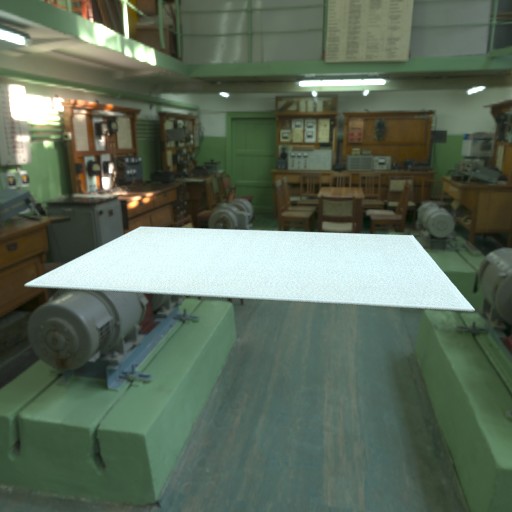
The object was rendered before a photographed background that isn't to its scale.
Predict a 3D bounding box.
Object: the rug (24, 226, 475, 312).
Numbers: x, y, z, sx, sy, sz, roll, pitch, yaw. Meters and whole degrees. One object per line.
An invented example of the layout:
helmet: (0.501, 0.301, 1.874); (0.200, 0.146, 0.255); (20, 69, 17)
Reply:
rug: (0.000, 0.000, 2.892); (2.244, 0.017, 1.532); (2, 16, 9)
